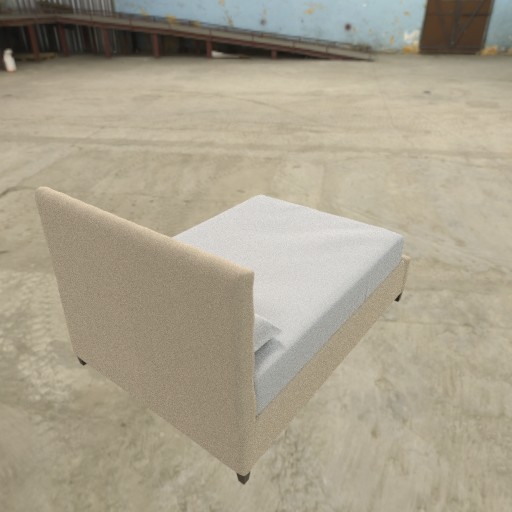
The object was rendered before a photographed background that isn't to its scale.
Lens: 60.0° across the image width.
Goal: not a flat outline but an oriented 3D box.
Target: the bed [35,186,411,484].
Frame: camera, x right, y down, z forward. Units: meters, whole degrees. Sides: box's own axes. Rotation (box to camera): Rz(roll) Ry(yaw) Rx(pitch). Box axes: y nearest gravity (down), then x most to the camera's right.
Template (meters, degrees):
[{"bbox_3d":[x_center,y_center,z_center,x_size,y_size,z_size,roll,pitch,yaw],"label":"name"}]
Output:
[{"bbox_3d":[0.000,0.000,3.442,1.698,1.427,2.387,21,36,32],"label":"bed"}]
